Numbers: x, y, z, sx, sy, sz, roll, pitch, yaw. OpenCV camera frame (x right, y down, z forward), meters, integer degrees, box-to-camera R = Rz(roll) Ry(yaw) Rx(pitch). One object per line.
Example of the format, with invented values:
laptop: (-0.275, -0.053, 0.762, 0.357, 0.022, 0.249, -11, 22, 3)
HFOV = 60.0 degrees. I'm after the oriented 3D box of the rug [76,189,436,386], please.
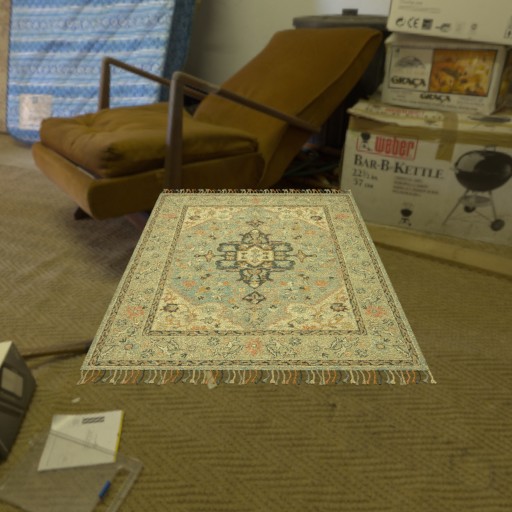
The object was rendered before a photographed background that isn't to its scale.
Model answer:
rug: (0.000, 0.000, 3.520, 1.971, 0.010, 2.651, 0, 32, 0)
